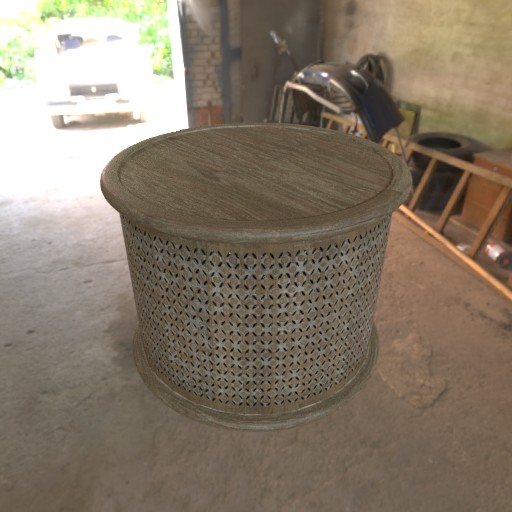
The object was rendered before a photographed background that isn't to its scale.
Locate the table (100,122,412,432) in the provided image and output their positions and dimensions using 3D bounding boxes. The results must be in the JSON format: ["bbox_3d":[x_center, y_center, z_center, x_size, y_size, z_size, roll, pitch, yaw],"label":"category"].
[{"bbox_3d":[0.000,0.000,1.010,0.607,0.450,0.607,0,31,0],"label":"table"}]
